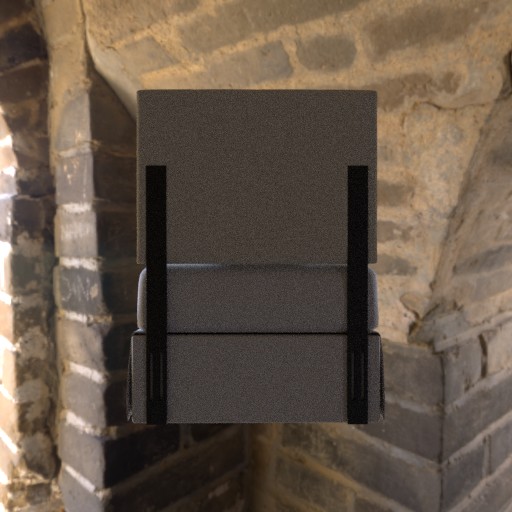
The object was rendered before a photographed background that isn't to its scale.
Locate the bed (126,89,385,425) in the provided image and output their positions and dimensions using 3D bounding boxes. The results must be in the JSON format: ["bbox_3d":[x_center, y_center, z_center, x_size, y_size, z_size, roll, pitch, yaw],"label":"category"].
[{"bbox_3d":[0.000,0.000,3.050,1.261,1.571,1.997,0,0,0],"label":"bed"}]
